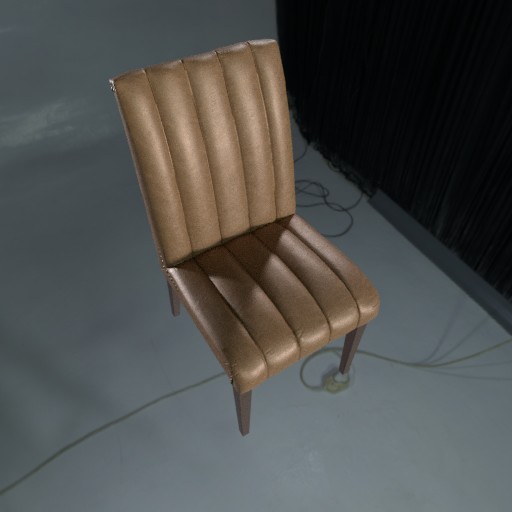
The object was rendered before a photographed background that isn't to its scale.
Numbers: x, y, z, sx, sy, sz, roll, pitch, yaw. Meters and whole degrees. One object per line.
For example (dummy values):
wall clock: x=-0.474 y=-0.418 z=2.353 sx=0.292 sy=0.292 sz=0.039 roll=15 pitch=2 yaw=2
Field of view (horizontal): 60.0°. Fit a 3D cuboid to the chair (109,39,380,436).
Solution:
chair: x=0.000 y=0.000 z=1.363 sx=0.511 sy=1.016 sz=0.647 roll=-24 pitch=52 yaw=-21
